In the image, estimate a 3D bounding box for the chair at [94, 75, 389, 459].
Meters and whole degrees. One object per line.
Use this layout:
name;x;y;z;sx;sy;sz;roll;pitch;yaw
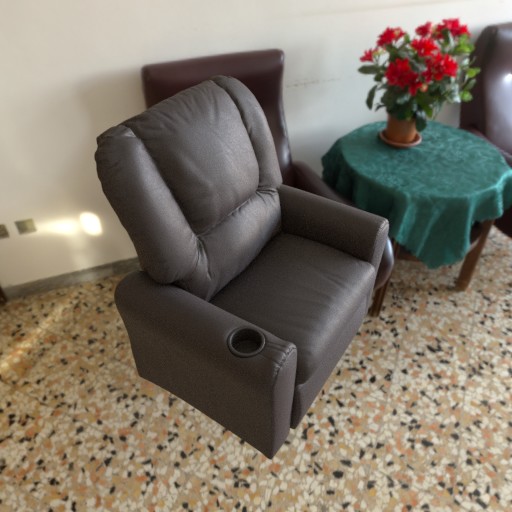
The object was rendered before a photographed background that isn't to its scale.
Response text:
chair;0.000;0.000;1.102;0.521;0.709;0.610;24;46;25
